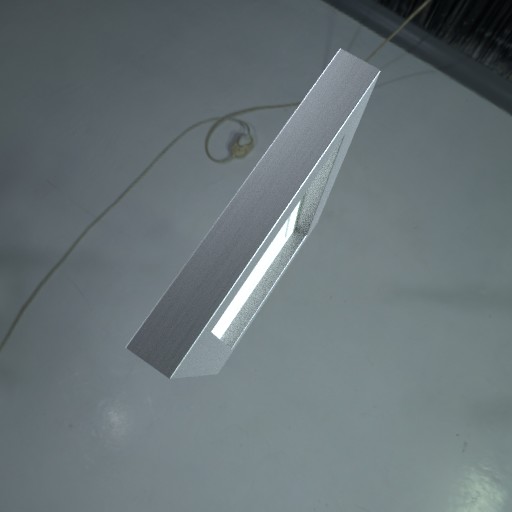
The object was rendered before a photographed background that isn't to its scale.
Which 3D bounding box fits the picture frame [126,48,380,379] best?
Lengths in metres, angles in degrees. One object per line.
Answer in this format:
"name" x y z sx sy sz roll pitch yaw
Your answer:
"picture frame" 0.000 0.000 0.281 0.028 0.208 0.157 33 78 8
